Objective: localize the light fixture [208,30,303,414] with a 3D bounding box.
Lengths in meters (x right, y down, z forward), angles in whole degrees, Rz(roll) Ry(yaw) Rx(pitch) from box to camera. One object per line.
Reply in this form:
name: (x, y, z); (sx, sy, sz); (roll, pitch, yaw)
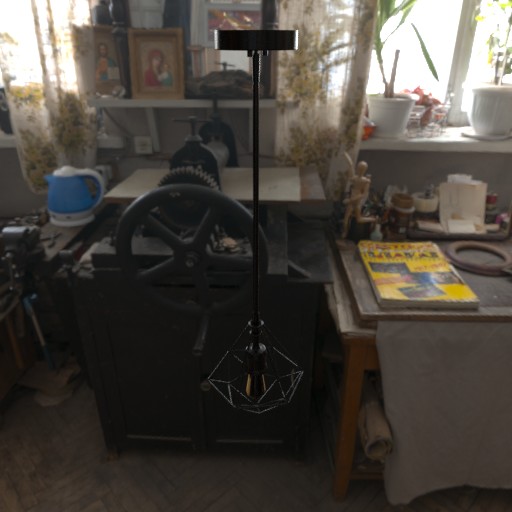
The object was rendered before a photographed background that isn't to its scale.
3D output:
light fixture: (0.000, 0.000, 1.946); (0.431, 1.764, 0.487); (-19, 32, -33)
